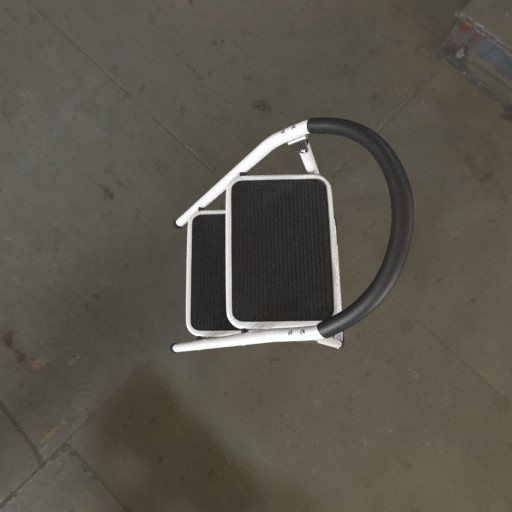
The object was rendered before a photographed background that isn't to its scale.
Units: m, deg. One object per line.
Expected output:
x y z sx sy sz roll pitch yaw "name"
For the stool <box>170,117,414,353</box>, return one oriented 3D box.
0.000 0.000 1.114 0.559 0.760 0.453 -1 76 0 "stool"
